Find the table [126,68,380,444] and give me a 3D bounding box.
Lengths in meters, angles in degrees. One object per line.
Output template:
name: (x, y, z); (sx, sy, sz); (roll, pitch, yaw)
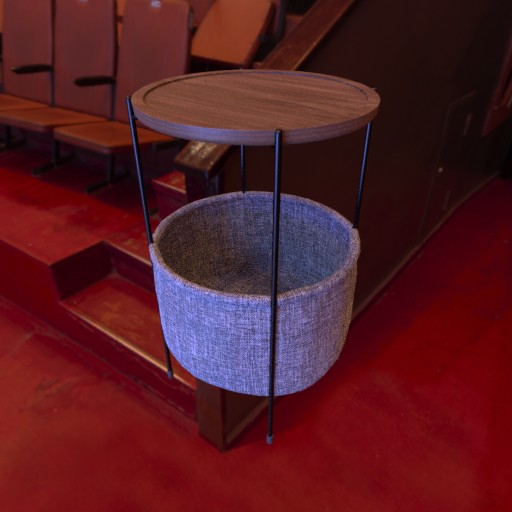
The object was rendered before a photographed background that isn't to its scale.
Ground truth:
table: (0.000, 0.000, 0.875); (0.400, 0.623, 0.400); (22, 39, 30)
